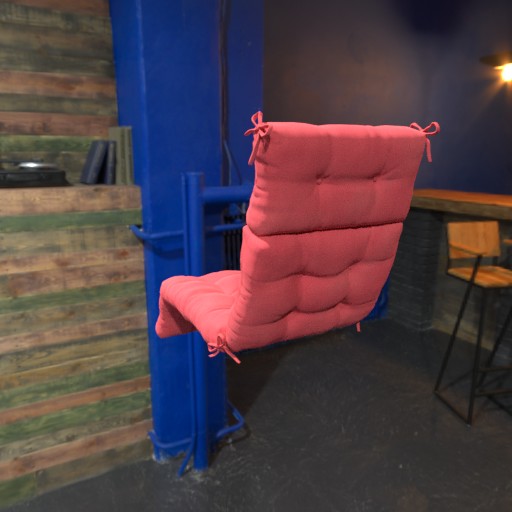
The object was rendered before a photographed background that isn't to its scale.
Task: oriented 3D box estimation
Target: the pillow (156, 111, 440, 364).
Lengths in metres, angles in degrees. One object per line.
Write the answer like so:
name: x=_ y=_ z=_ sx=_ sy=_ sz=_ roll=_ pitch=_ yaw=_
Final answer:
pillow: x=0.000 y=0.000 z=1.510 sx=0.526 sy=0.863 sz=1.016 roll=-7 pitch=15 yaw=-27
